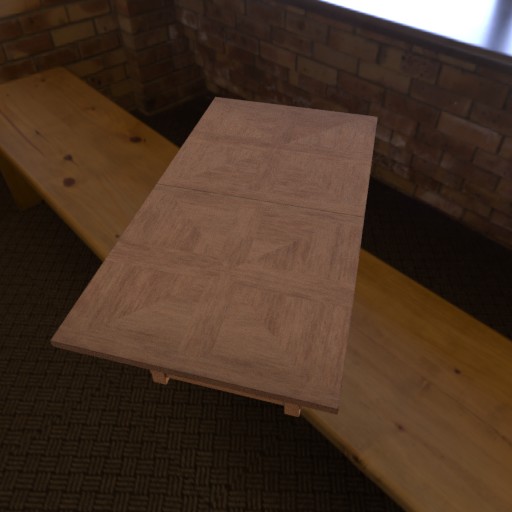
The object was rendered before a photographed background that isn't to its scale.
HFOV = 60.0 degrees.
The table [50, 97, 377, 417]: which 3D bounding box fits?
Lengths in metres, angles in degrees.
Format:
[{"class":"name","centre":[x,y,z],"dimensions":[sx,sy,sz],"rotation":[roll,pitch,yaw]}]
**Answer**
[{"class":"table","centre":[0.000,0.000,2.380],"dimensions":[1.016,0.768,1.881],"rotation":[10,47,10]}]
